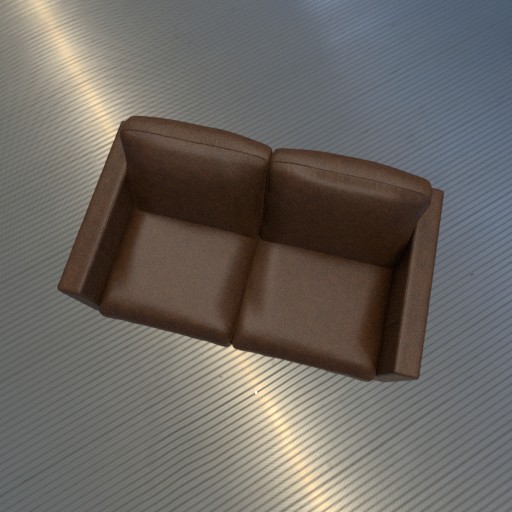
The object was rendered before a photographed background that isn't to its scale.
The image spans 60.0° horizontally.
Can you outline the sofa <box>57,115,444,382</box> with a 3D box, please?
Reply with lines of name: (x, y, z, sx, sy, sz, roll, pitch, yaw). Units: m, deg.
sofa: (0.000, 0.000, 2.174, 1.578, 0.951, 0.909, 13, 73, 4)
